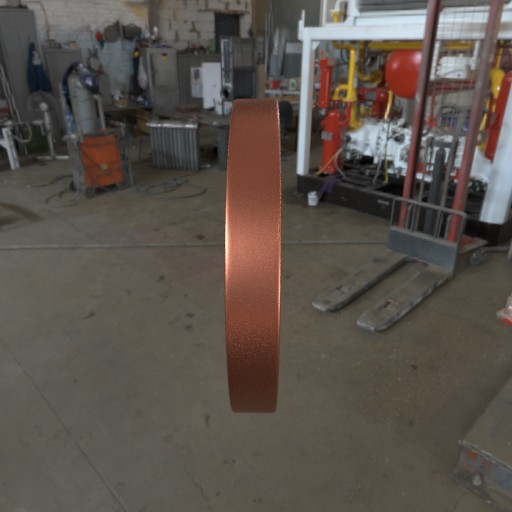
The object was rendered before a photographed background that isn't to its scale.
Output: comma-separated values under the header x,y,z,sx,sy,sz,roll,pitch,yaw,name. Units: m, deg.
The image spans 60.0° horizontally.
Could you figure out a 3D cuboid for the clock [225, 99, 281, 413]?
x,y,z,sx,sy,sz,roll,pitch,yaw,name
0.000,0.000,0.470,0.040,0.313,0.313,0,25,1,clock
